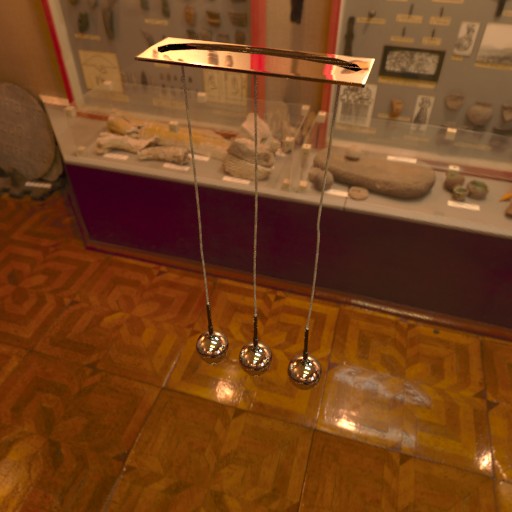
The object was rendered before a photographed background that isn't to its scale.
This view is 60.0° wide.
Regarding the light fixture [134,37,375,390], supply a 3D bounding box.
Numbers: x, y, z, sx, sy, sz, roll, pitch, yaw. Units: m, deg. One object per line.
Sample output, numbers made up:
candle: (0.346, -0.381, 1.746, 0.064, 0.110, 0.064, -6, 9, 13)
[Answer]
light fixture: (0.000, 0.000, 1.644, 0.623, 1.408, 0.188, 13, 43, 14)
